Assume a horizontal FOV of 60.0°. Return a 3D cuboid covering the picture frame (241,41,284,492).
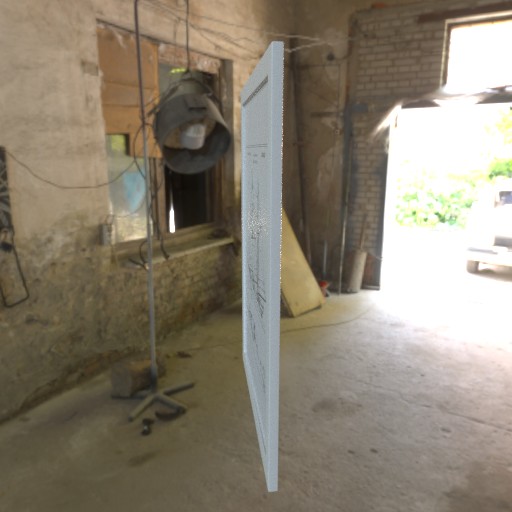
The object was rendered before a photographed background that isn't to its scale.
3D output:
[{"bbox_3d":[0.000,0.000,0.691,0.012,0.534,0.381,-2,13,-6],"label":"picture frame"}]
